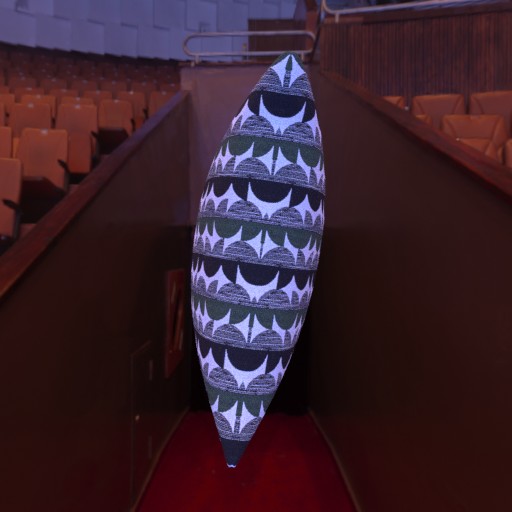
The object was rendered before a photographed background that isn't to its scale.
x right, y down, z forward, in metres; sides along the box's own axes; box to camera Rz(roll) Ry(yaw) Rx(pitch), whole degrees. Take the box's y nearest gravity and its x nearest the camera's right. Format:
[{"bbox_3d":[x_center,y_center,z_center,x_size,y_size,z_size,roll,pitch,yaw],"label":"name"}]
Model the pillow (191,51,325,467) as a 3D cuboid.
[{"bbox_3d":[0.000,0.000,0.635,0.180,0.404,0.419,0,1,-2],"label":"pillow"}]
